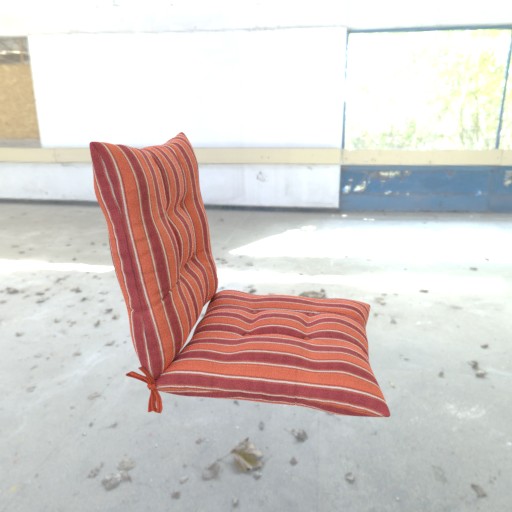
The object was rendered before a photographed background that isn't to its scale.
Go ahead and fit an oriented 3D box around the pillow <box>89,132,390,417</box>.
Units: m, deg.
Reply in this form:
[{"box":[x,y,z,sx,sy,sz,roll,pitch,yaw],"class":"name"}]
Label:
[{"box":[0.000,0.000,1.022,0.585,0.536,0.541,3,17,9],"class":"pillow"}]
